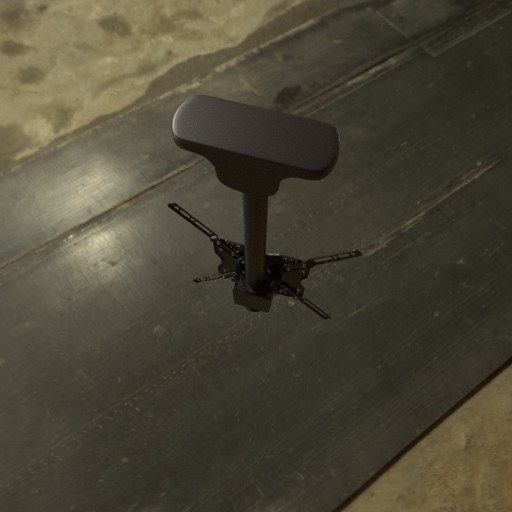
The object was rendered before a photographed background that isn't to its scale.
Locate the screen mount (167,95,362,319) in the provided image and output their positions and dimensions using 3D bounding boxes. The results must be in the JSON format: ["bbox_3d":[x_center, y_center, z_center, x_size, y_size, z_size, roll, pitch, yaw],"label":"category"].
[{"bbox_3d":[0.000,0.000,0.877,0.393,0.729,0.090,15,65,7],"label":"screen mount"}]
